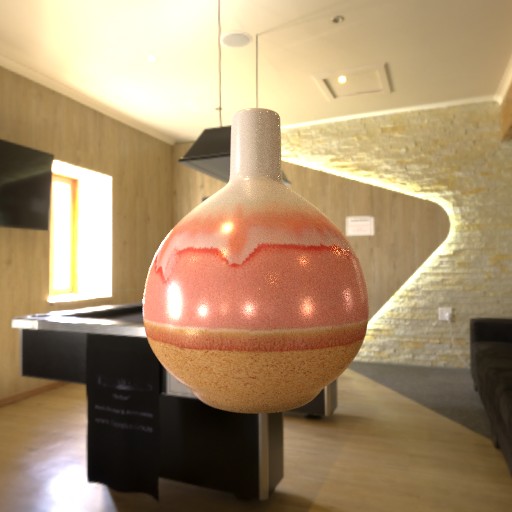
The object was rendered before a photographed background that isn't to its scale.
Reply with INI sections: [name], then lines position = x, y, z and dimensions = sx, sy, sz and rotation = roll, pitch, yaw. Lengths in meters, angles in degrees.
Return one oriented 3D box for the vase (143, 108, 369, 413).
[vase]
position = 0.000, 0.000, 0.277
dimensions = 0.137, 0.176, 0.137
rotation = 0, -1, 0
